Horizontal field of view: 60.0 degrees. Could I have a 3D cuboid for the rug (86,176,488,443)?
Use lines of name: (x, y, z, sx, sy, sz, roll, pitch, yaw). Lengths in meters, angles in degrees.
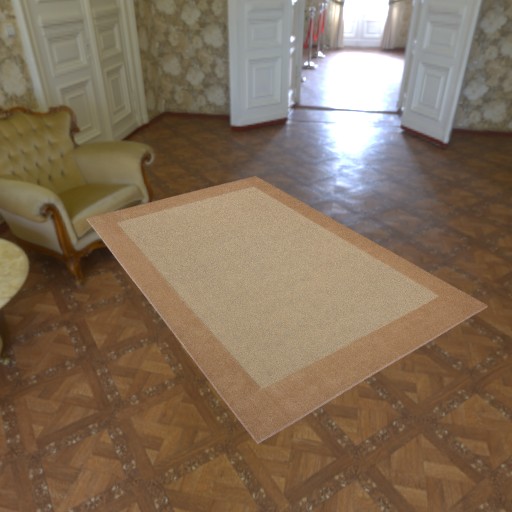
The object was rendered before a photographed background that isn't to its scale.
rug: (0.000, 0.000, 2.299, 1.219, 0.014, 1.829, -20, 37, -28)
